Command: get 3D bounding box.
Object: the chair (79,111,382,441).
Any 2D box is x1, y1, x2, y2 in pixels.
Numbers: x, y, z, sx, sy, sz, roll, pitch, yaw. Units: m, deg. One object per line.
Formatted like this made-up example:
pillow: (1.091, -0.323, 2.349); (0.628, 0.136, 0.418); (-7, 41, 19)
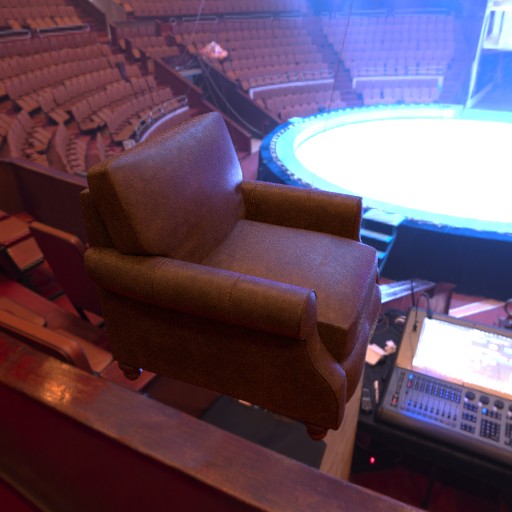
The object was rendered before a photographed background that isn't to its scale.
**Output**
chair: (0.000, 0.000, 1.801); (1.002, 0.976, 0.996); (11, 31, 19)
